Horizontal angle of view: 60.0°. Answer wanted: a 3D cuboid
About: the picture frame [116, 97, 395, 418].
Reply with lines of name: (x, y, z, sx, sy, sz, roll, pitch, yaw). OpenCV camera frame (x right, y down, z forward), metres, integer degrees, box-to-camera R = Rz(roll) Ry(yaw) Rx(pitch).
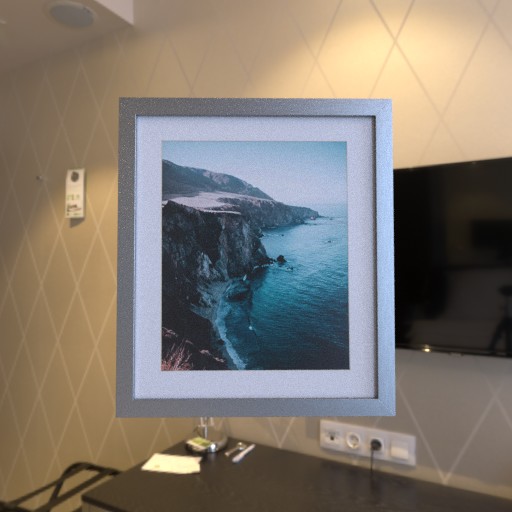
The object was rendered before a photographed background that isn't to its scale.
picture frame: (0.000, 0.000, 1.380, 0.839, 0.968, 0.073, 0, -2, -1)
